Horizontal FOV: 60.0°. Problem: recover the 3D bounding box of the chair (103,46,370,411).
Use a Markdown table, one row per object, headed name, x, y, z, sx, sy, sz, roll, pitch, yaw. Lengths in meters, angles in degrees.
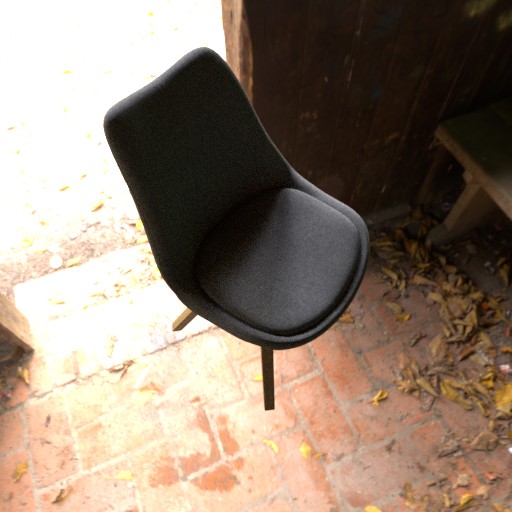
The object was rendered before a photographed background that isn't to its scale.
| name | x | y | z | sx | sy | sz | roll | pitch | yaw |
| --- | --- | --- | --- | --- | --- | --- | --- | --- | --- |
| chair | 0.000 | 0.000 | 1.178 | 0.550 | 0.865 | 0.483 | 34 | 64 | 19 |
